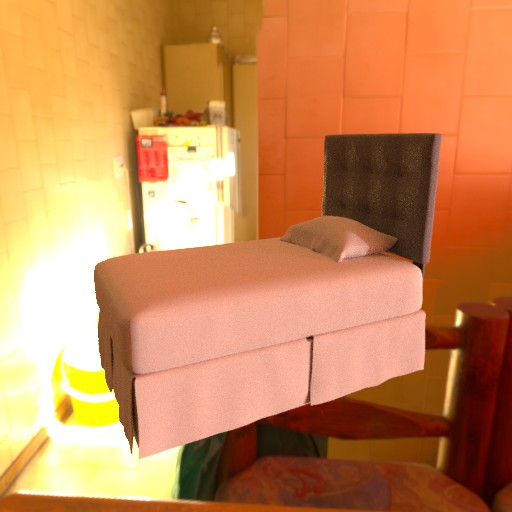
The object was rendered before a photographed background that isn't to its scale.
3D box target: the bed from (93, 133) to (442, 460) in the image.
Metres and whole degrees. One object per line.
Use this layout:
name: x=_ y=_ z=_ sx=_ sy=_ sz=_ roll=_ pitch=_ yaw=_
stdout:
bed: x=0.000 y=0.000 z=2.935 sx=1.997 sy=1.571 sz=1.261 roll=-7 pitch=16 yaw=-26
